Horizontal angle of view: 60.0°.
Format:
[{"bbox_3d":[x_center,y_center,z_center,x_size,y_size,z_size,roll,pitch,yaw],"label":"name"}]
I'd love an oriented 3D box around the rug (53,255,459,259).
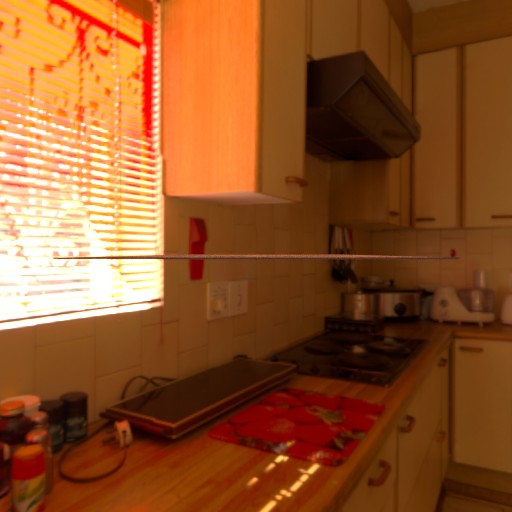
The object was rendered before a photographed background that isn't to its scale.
[{"bbox_3d":[0.000,0.000,3.673,2.053,0.011,2.940,0,0,0],"label":"rug"}]
